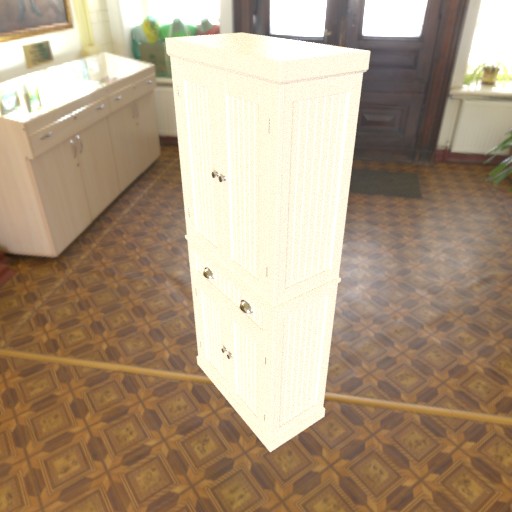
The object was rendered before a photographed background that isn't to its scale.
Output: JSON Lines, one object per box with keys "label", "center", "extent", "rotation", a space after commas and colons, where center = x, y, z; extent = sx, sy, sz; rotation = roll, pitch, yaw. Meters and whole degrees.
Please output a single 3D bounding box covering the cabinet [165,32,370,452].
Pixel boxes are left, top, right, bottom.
{"label": "cabinet", "center": [0.000, 0.000, 2.106], "extent": [0.390, 1.829, 0.754], "rotation": [-21, 37, -30]}
